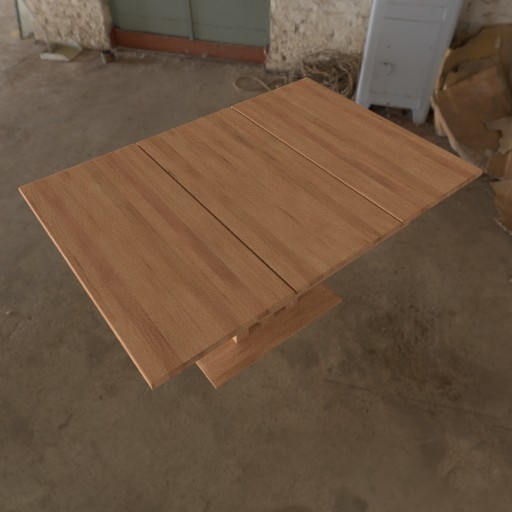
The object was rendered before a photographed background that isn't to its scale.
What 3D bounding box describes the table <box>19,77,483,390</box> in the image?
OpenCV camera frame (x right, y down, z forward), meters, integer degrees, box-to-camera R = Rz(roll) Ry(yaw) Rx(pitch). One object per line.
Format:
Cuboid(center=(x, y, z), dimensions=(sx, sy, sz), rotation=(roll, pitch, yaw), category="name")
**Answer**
Cuboid(center=(0.000, 0.000, 1.783), dimensions=(1.300, 0.770, 0.900), rotation=(-30, 54, -25), category="table")
